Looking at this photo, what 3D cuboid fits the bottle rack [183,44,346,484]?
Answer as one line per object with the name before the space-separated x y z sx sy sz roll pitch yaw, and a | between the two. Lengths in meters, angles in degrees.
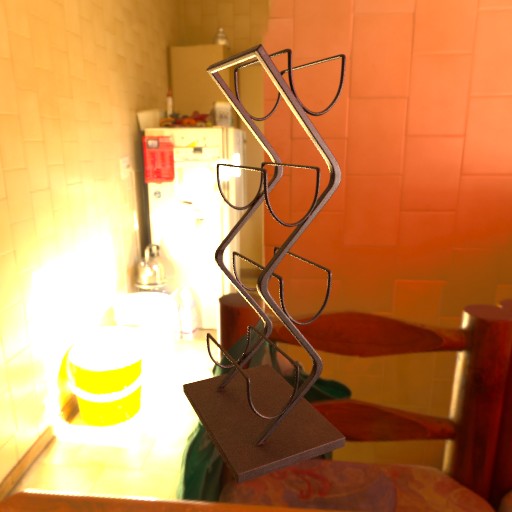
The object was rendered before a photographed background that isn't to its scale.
bottle rack | 0.000 0.000 0.676 0.178 0.559 0.254 -7 16 -25
